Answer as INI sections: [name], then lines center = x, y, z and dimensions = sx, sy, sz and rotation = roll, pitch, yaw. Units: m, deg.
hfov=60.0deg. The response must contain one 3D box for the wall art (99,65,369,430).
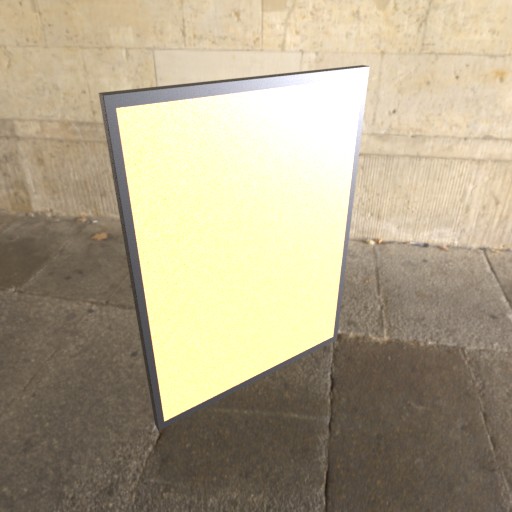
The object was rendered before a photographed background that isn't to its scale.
[wall art]
center = 0.000, 0.000, 1.359
dimensions = 0.774, 1.027, 0.030
rotation = -19, 35, -29
